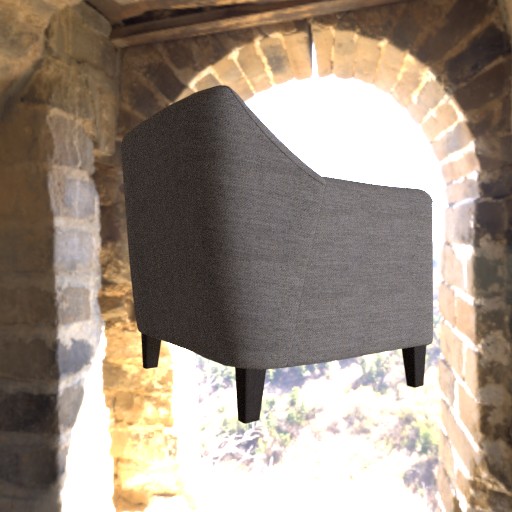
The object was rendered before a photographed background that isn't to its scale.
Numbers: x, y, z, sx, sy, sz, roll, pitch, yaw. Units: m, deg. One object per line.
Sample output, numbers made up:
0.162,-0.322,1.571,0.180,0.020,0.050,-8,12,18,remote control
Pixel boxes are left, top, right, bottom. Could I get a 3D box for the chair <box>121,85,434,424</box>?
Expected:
0.000,0.000,1.404,0.758,0.761,0.796,0,0,-35,chair
